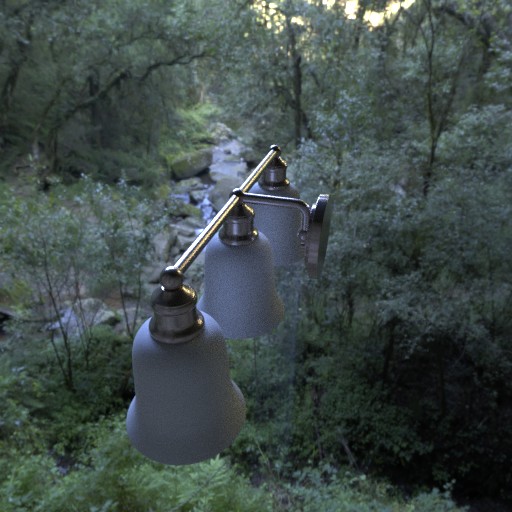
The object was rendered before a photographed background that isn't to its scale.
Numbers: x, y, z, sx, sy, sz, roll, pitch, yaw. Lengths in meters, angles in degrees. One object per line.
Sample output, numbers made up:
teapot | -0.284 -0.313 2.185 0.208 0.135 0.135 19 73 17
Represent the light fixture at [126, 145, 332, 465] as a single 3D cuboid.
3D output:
light fixture | 0.000 0.000 0.659 0.198 0.211 0.570 8 32 14
